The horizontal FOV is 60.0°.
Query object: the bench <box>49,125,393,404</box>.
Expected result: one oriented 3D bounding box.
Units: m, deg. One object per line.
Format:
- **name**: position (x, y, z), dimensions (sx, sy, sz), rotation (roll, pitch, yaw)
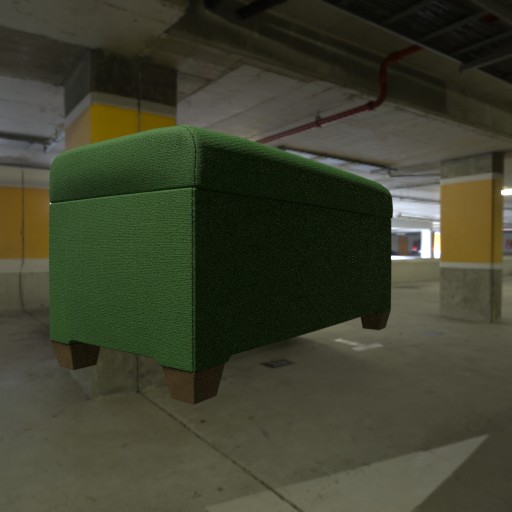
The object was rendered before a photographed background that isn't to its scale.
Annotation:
- **bench**: position (0.000, 0.000, 1.261), dimensions (0.505, 0.501, 0.989), rotation (1, 1, 36)
